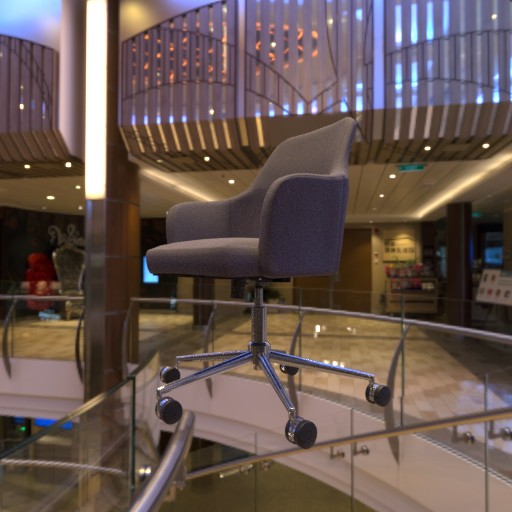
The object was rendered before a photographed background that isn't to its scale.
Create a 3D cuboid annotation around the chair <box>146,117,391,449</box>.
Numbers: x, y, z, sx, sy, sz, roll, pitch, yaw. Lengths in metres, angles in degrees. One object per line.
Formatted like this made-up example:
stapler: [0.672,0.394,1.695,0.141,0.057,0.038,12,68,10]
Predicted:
chair: [0.000,0.000,1.256,0.600,0.820,0.655,1,-1,-35]
